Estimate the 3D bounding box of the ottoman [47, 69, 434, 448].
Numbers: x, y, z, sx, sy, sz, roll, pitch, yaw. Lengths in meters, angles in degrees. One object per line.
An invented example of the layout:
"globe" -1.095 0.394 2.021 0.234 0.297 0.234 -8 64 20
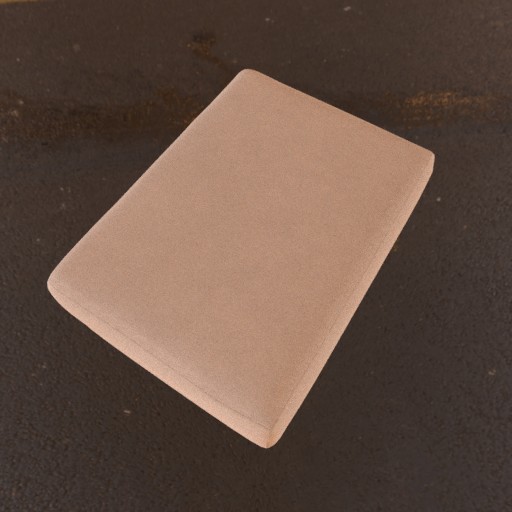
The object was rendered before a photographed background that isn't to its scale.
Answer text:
"ottoman" 0.000 0.000 1.145 0.569 0.499 0.773 30 66 14
